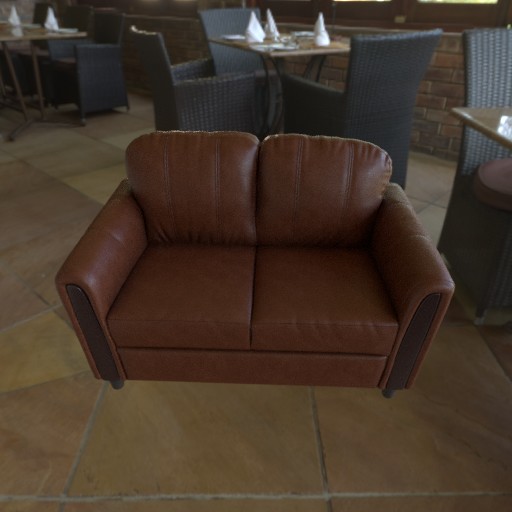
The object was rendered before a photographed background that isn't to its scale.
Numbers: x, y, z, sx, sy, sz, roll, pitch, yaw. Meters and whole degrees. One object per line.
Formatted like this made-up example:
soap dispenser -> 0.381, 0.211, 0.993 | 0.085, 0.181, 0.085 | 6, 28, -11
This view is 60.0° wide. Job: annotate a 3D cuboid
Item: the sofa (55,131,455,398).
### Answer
sofa -> 0.000, 0.000, 1.923 | 1.406, 0.906, 0.805 | 1, 31, 2
